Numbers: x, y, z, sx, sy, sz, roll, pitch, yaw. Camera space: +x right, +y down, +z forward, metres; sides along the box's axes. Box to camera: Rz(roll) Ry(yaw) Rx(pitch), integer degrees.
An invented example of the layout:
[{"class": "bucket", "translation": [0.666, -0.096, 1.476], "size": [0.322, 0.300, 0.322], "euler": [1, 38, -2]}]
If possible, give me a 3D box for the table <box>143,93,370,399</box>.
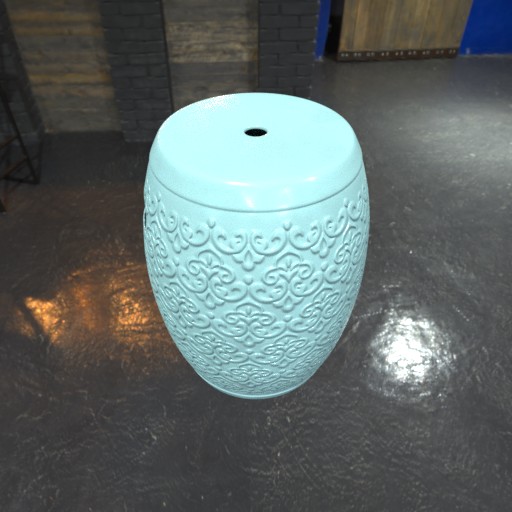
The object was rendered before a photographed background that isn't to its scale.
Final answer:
[{"class": "table", "translation": [0.000, 0.000, 0.649], "size": [0.309, 0.397, 0.309], "euler": [0, 42, 0]}]
